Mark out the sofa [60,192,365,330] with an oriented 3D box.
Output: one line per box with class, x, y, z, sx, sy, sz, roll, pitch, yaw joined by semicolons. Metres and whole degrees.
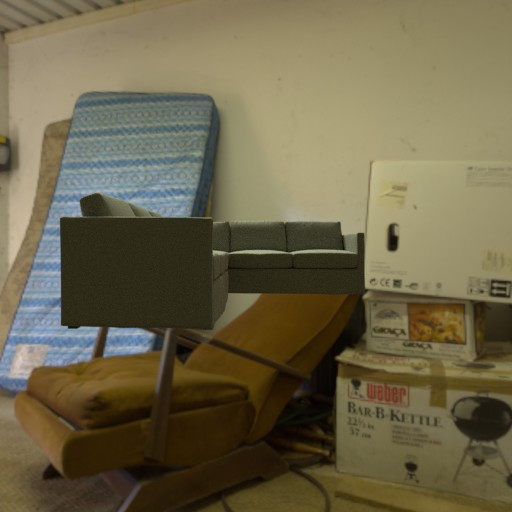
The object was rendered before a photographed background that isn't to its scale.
sofa;0.000;0.000;4.265;2.432;0.871;3.182;0;1;-1
